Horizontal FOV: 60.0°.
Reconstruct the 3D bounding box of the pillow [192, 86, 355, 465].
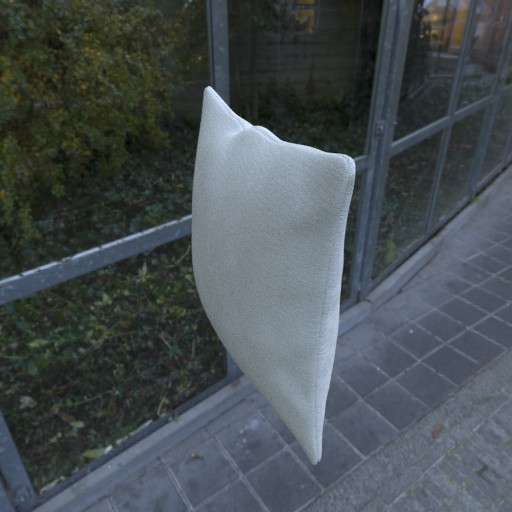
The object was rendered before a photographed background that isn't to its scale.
[{"bbox_3d":[0.000,0.000,0.660,0.162,0.420,0.437,-11,31,-19],"label":"pillow"}]
